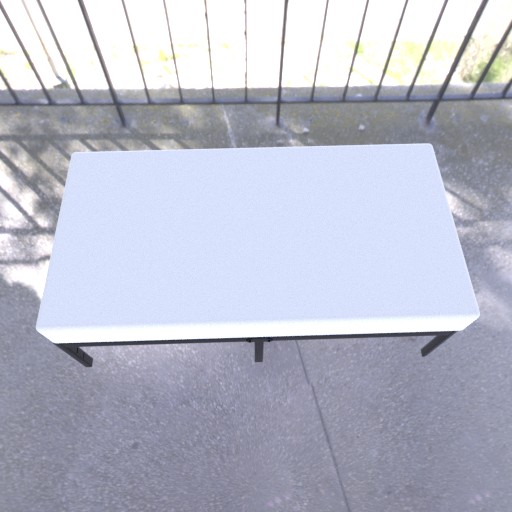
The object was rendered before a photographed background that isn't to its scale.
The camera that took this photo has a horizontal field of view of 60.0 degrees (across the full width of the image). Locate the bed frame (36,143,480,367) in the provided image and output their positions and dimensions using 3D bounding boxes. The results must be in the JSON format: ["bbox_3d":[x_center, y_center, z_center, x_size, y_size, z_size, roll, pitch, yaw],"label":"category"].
[{"bbox_3d":[0.000,0.000,2.443,1.950,0.659,1.023,-2,62,-1],"label":"bed frame"}]
